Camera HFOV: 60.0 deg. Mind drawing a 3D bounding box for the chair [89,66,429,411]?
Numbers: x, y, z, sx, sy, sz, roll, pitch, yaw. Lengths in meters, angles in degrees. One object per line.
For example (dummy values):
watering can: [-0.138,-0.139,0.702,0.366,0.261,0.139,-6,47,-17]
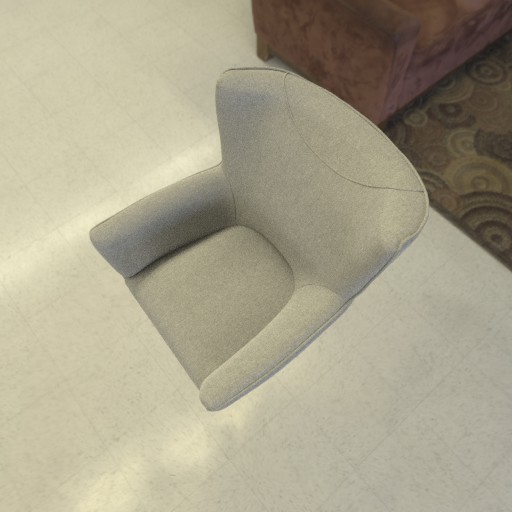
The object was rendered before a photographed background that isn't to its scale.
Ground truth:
chair: [0.000,0.000,1.597,0.888,0.933,0.781,-35,68,-16]
